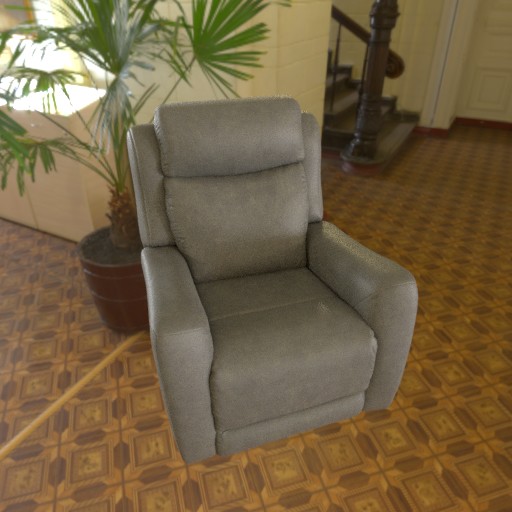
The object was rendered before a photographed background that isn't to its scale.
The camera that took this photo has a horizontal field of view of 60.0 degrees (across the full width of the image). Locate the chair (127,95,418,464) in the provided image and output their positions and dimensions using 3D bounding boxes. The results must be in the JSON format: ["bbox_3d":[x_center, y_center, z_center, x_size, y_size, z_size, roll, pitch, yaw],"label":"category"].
[{"bbox_3d":[0.000,0.000,1.891,0.965,1.116,1.068,-9,33,-15],"label":"chair"}]
